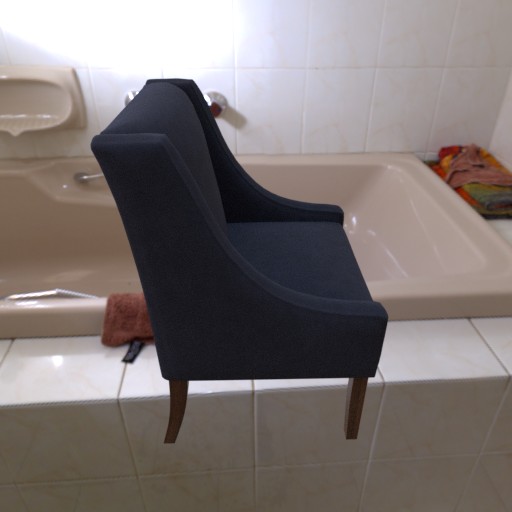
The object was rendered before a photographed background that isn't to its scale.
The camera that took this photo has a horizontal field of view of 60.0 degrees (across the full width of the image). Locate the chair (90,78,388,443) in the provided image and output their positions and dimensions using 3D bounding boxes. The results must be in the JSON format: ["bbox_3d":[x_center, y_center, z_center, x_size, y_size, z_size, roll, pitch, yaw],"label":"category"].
[{"bbox_3d":[0.000,0.000,1.298,0.629,0.895,0.629,-1,32,-1],"label":"chair"}]
